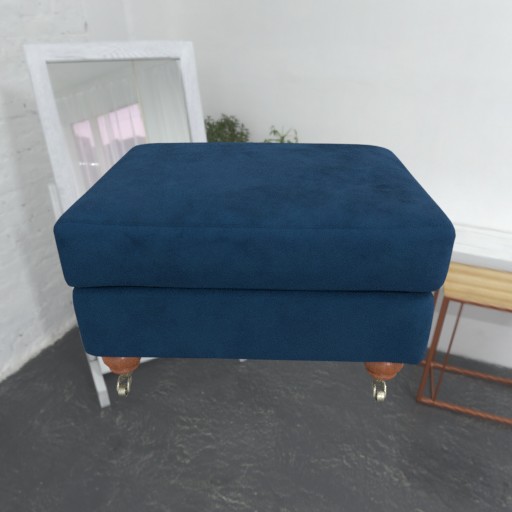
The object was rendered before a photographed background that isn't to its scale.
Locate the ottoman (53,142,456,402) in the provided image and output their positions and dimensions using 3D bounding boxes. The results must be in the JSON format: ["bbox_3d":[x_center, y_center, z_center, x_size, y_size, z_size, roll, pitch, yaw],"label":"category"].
[{"bbox_3d":[0.000,0.000,1.145,0.773,0.503,0.572,1,29,2],"label":"ottoman"}]
